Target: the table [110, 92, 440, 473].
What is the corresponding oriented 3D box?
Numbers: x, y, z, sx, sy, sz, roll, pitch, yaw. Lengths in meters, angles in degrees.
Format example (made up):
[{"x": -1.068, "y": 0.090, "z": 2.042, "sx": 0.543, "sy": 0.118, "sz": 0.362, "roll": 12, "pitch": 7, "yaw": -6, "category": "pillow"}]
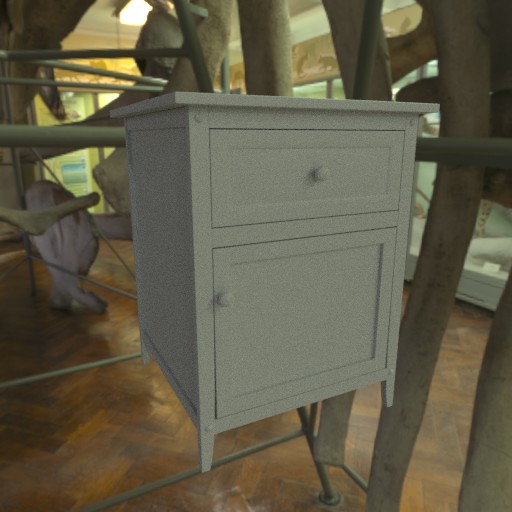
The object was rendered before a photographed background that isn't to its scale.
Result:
[{"x": 0.000, "y": 0.000, "z": 0.759, "sx": 0.381, "sy": 0.483, "sz": 0.381, "roll": -8, "pitch": 17, "yaw": -26, "category": "table"}]
